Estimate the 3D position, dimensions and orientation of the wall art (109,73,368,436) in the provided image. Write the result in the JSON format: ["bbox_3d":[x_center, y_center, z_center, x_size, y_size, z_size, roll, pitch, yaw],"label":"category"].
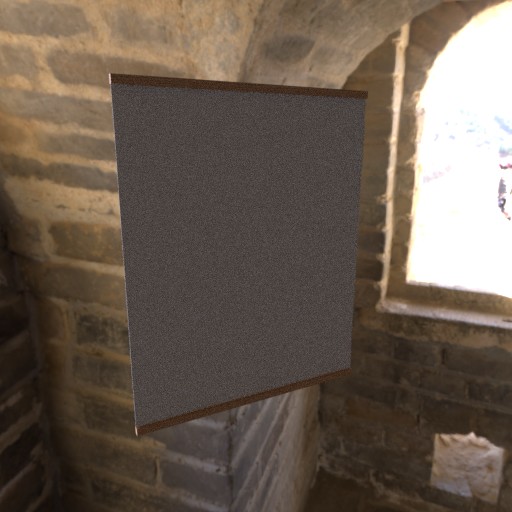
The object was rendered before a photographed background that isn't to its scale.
[{"bbox_3d":[0.000,0.000,0.695,0.404,0.507,0.010,-7,16,-26],"label":"wall art"}]
